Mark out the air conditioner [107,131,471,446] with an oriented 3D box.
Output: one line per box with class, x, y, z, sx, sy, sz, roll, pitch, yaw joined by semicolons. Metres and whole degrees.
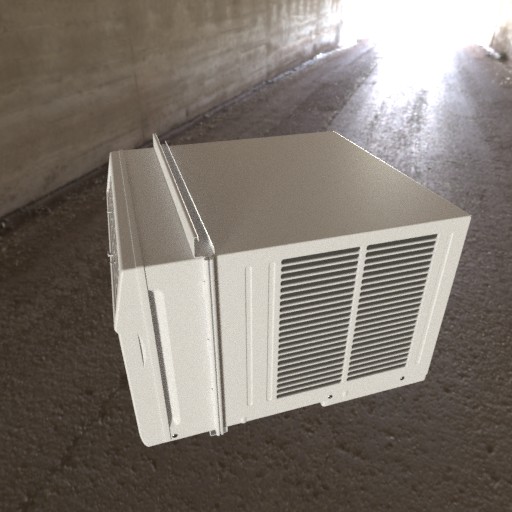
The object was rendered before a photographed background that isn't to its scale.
air conditioner;0.000;0.000;0.889;0.546;0.388;0.503;-9;33;-15
